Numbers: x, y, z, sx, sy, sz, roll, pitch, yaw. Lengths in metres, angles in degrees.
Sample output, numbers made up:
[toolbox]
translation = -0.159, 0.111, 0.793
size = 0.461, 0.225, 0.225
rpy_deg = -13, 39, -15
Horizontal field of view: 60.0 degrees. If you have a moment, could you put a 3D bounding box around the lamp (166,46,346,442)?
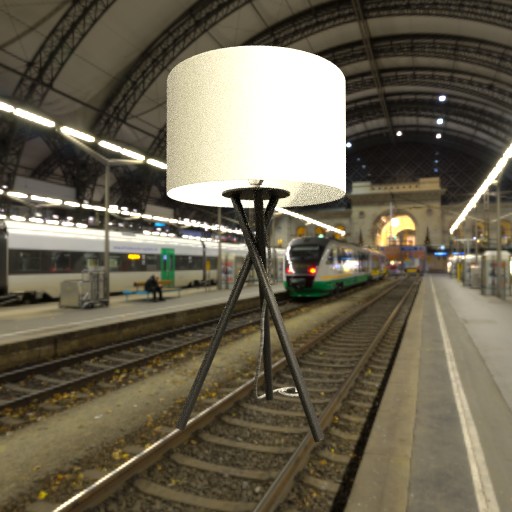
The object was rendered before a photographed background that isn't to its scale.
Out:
[lamp]
translation = 0.000, 0.000, 0.923
size = 0.353, 0.674, 0.422
rpy_deg = 0, -1, 0
